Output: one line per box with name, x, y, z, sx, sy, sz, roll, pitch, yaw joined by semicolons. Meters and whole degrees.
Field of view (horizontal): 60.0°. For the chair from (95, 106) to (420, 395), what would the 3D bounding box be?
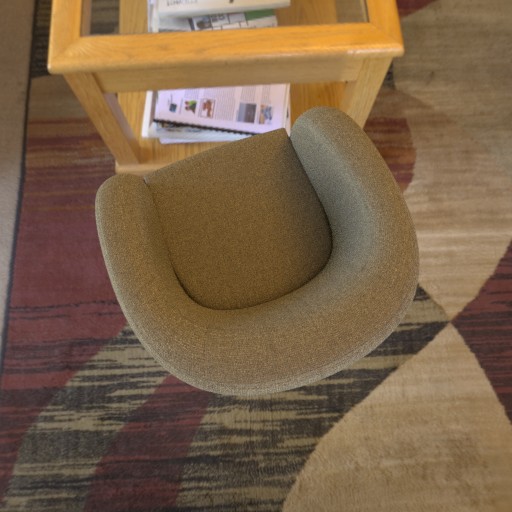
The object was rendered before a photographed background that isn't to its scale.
chair;0.000;0.000;1.422;0.791;0.771;0.815;-20;76;-5
